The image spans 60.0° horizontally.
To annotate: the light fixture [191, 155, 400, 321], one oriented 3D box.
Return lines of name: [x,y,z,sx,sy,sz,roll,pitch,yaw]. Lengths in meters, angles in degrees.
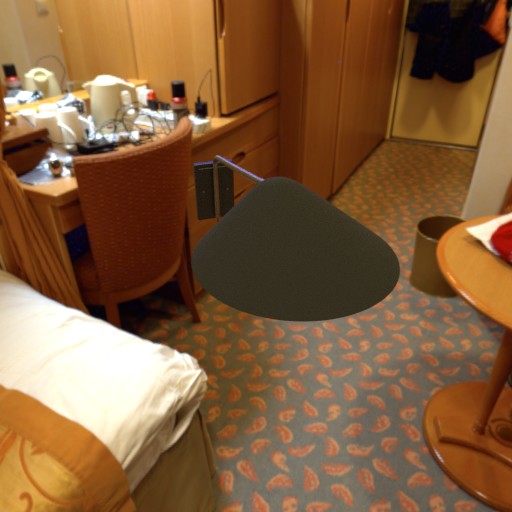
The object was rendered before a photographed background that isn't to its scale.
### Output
light fixture: [0.000,0.000,0.674,0.240,0.312,0.516,-10,33,-16]
